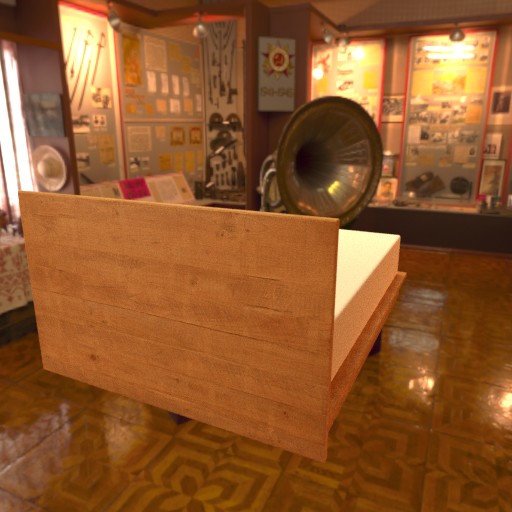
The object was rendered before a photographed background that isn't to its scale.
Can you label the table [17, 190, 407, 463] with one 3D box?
[{"bbox_3d":[0.000,0.000,3.006,1.707,1.041,2.149,8,18,25],"label":"table"}]
